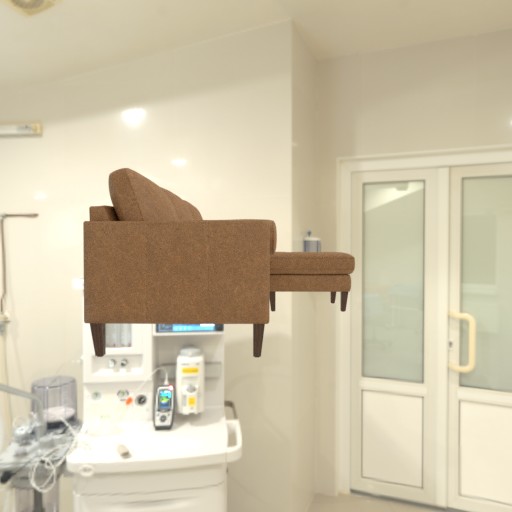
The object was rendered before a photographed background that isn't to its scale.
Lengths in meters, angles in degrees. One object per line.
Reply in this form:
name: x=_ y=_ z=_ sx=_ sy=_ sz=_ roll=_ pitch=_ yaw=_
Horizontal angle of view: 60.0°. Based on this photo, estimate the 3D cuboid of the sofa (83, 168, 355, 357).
sofa: x=0.000 y=0.000 z=3.026 sx=1.506 sy=0.876 sz=2.178 roll=0 pitch=1 yaw=1
